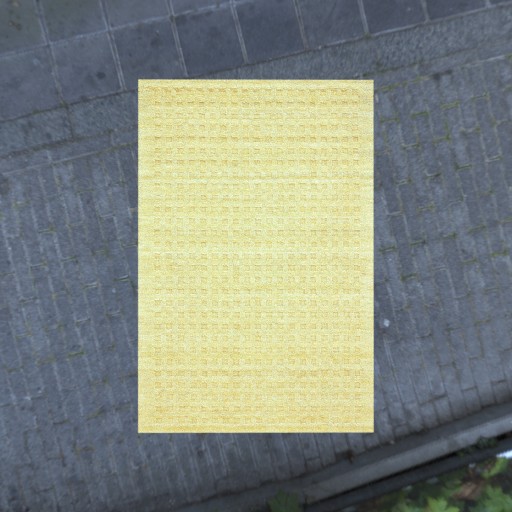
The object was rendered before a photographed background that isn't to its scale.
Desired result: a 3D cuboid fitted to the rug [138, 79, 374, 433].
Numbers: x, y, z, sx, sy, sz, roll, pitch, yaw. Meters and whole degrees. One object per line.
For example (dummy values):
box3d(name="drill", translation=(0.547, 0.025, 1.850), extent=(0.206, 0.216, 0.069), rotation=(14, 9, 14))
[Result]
box3d(name="rug", translation=(0.000, 0.000, 2.874), extent=(1.524, 0.006, 2.286), rotation=(0, 90, 0))
